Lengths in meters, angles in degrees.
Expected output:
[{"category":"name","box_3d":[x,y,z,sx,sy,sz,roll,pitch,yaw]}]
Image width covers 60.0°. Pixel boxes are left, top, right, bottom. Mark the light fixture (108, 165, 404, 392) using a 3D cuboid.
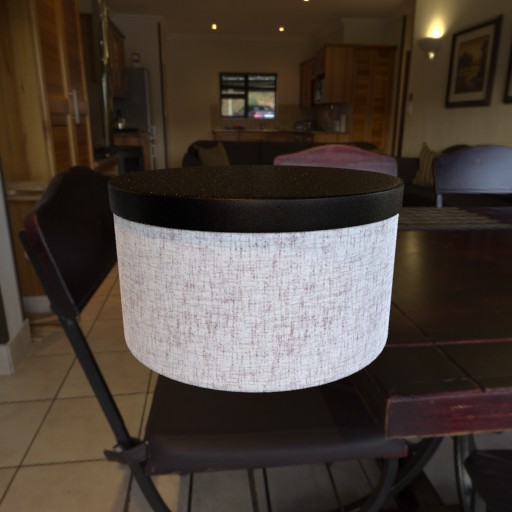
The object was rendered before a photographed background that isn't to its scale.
[{"category":"light fixture","box_3d":[0.000,0.000,0.643,0.389,0.229,0.389,0,16,0]}]
